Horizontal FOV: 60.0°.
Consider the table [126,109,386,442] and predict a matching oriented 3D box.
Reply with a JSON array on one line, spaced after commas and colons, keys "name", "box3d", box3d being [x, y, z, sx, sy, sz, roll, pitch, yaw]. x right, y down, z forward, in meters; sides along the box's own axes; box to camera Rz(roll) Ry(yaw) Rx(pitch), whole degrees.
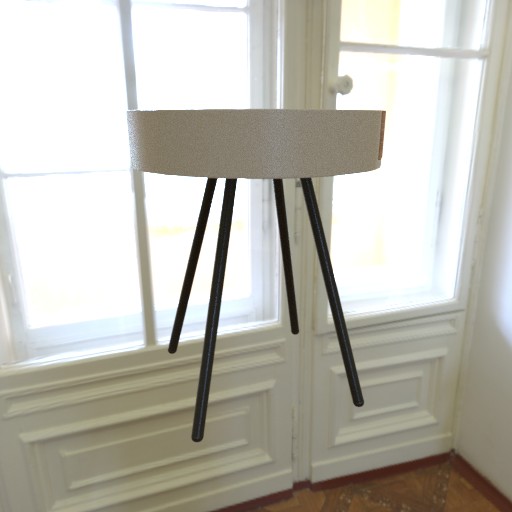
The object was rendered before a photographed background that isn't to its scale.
[{"name": "table", "box3d": [0.000, 0.000, 0.845, 0.450, 0.525, 0.450, 0, 17, 0]}]
